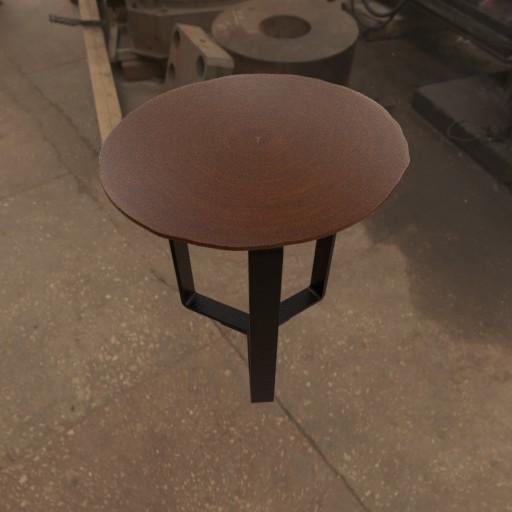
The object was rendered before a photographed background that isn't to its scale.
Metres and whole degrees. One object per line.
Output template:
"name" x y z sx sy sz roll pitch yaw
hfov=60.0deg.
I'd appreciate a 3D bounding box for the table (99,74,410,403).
"table" 0.000 0.000 0.752 0.410 0.450 0.380 -26 52 -22
